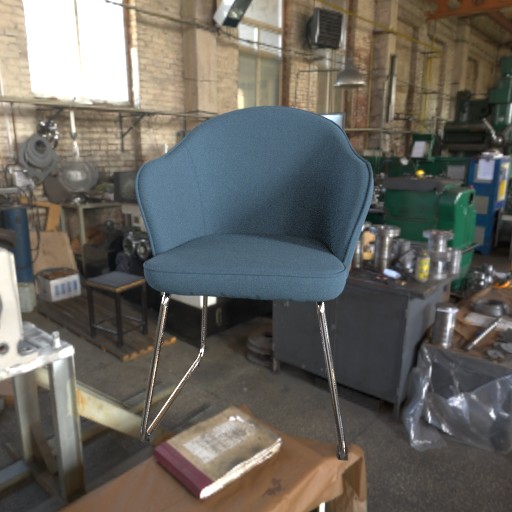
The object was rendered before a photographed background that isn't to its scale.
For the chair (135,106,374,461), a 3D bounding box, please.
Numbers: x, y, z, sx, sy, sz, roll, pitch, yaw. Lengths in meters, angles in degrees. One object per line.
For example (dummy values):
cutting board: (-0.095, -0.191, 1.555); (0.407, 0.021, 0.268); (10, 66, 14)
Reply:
chair: (0.000, 0.000, 1.183); (0.570, 0.815, 0.585); (2, 13, 8)
